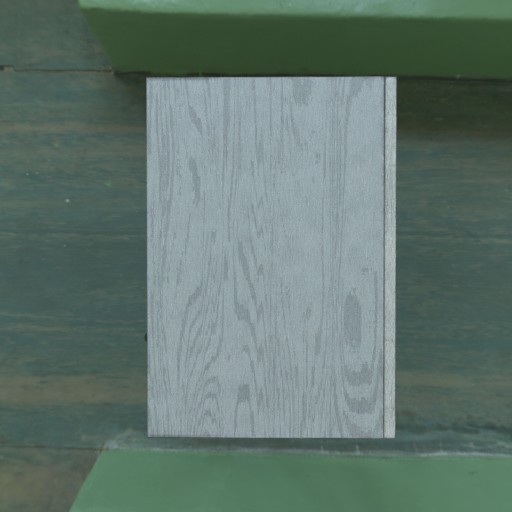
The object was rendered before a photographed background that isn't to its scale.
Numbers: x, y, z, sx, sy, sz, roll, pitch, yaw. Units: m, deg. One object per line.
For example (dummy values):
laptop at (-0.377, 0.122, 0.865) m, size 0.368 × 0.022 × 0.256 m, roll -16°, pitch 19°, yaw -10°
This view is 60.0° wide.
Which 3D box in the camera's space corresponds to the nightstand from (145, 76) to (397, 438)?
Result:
nightstand at (0.000, 0.000, 1.085) m, size 0.483 × 0.673 × 0.612 m, roll 0°, pitch 91°, yaw 1°
